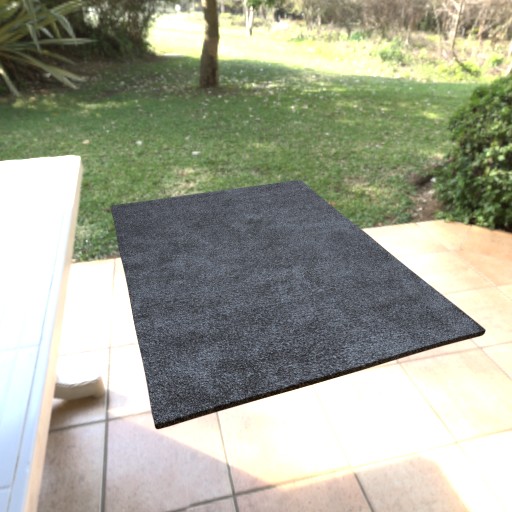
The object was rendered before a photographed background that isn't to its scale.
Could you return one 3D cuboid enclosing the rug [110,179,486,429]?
[{"bbox_3d":[0.000,0.000,2.081,1.198,0.025,1.601,-11,32,-17],"label":"rug"}]
